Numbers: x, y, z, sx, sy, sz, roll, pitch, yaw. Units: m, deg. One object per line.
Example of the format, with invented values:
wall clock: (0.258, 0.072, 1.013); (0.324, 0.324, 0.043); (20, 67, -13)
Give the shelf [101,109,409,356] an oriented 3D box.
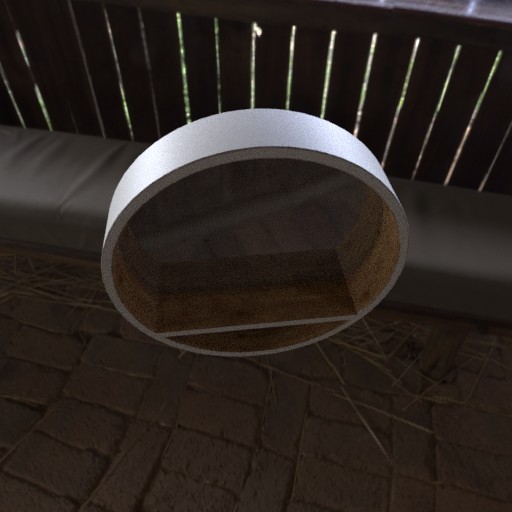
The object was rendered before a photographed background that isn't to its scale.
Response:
shelf: (0.000, 0.000, 1.241); (0.806, 0.807, 0.158); (-5, 47, -4)
